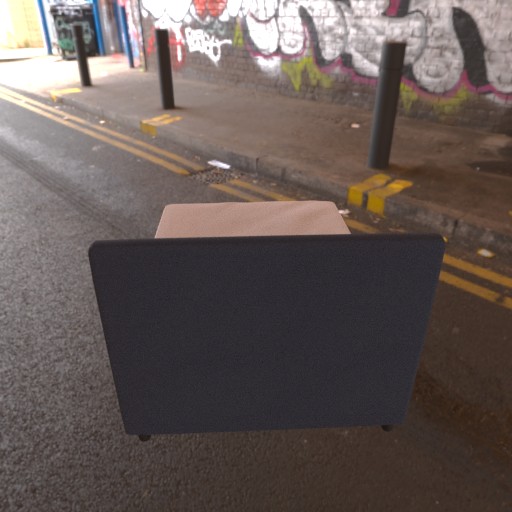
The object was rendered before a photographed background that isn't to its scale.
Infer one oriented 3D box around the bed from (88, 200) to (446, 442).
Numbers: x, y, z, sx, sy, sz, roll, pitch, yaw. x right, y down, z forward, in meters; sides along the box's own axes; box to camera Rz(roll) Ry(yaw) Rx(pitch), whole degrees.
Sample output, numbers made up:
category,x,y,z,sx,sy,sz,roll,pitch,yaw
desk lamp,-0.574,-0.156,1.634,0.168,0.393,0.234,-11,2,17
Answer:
category,x,y,z,sx,sy,sz,roll,pitch,yaw
bed,0.000,0.000,3.242,1.713,1.330,2.162,-1,29,-2
